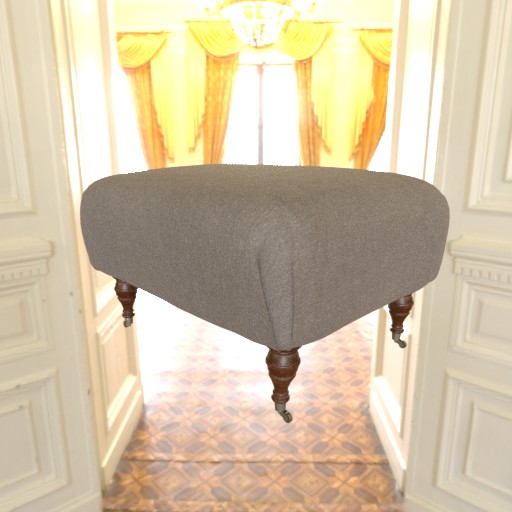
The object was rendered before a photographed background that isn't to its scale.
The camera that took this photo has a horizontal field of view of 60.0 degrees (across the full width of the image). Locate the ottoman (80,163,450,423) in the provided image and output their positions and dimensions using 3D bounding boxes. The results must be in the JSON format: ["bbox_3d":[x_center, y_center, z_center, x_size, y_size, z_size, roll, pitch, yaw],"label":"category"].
[{"bbox_3d":[0.000,0.000,1.112,0.622,0.450,0.747,-14,20,-43],"label":"ottoman"}]
